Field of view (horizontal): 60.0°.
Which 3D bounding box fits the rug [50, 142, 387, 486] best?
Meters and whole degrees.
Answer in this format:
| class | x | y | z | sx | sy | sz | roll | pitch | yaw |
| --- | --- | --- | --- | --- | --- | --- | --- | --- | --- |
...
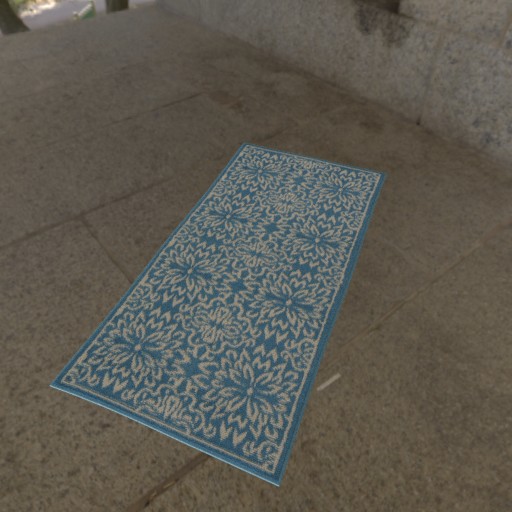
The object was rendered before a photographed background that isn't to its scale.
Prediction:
| class | x | y | z | sx | sy | sz | roll | pitch | yaw |
| --- | --- | --- | --- | --- | --- | --- | --- | --- | --- |
| rug | 0.000 | 0.000 | 1.405 | 0.604 | 0.007 | 1.219 | 16 | 48 | 15 |
